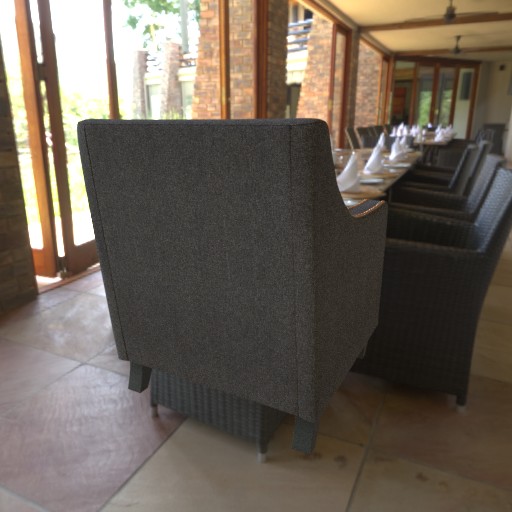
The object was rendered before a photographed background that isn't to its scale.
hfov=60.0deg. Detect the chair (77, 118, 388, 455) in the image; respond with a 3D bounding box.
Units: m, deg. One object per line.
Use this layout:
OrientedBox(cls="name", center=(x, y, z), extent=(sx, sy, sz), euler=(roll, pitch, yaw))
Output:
OrientedBox(cls="chair", center=(0.000, 0.000, 1.636), extent=(0.776, 0.967, 0.884), euler=(9, 19, 27))
